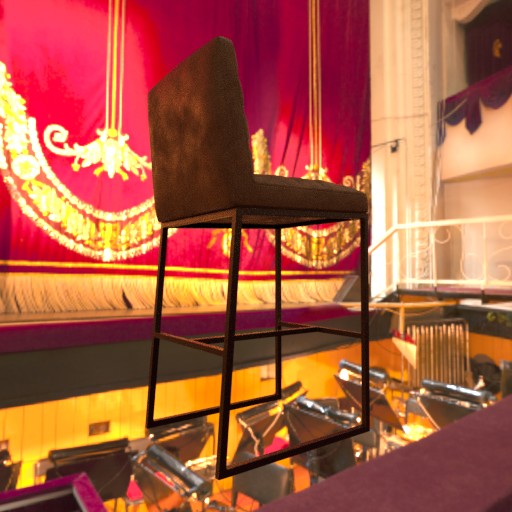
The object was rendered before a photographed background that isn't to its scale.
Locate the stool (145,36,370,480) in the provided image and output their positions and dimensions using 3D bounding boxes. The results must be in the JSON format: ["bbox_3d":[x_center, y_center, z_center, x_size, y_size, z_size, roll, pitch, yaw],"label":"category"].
[{"bbox_3d":[0.000,0.000,1.380,0.562,1.065,0.463,1,-2,-36],"label":"stool"}]
